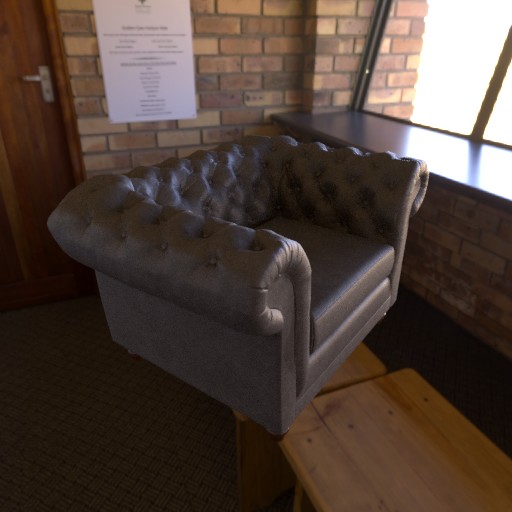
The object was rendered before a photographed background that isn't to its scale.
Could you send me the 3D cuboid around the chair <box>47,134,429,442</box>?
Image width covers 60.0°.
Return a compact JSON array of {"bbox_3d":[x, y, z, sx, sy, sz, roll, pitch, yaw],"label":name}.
[{"bbox_3d":[0.000,0.000,1.827,0.943,0.780,1.298,18,31,32],"label":"chair"}]
